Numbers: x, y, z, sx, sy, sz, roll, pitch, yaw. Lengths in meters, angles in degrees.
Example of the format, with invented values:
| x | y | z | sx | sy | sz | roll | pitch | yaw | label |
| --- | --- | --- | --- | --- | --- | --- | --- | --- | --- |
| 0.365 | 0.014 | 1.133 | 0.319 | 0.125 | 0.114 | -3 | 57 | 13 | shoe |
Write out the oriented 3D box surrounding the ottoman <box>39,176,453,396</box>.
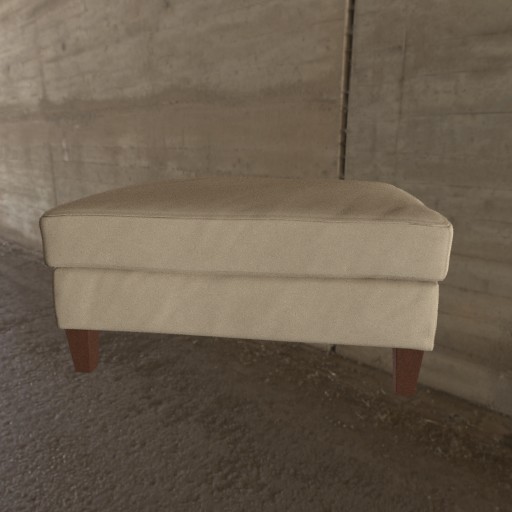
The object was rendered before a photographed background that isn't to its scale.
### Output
| x | y | z | sx | sy | sz | roll | pitch | yaw | label |
| --- | --- | --- | --- | --- | --- | --- | --- | --- | --- |
| 0.000 | 0.000 | 1.463 | 1.002 | 0.492 | 0.836 | 2 | 15 | 7 | ottoman |
